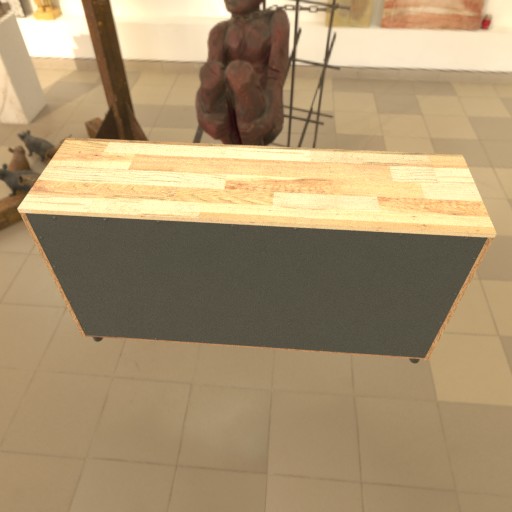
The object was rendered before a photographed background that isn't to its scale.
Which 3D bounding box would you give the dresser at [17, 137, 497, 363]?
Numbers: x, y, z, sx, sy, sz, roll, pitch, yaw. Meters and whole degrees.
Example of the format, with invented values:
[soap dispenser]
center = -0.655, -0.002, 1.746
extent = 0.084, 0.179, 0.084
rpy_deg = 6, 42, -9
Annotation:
[dresser]
center = 0.000, 0.000, 1.894
extent = 1.547, 0.834, 0.487
rpy_deg = 3, 46, 3
